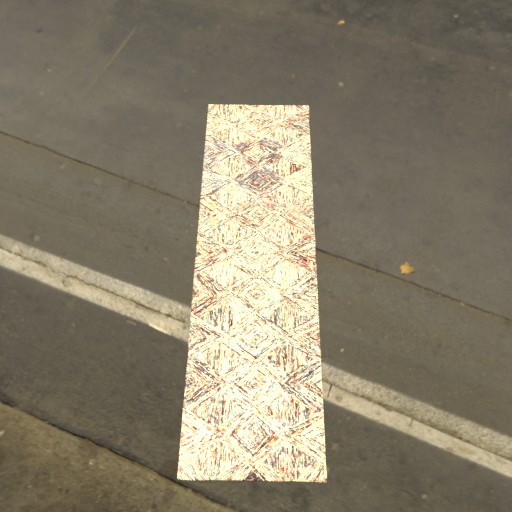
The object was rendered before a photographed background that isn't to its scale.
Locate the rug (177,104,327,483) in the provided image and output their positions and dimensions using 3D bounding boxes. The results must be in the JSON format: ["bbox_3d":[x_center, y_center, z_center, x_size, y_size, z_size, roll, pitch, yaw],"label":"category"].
[{"bbox_3d":[0.000,0.000,2.522,0.688,0.015,2.292,1,64,0],"label":"rug"}]
